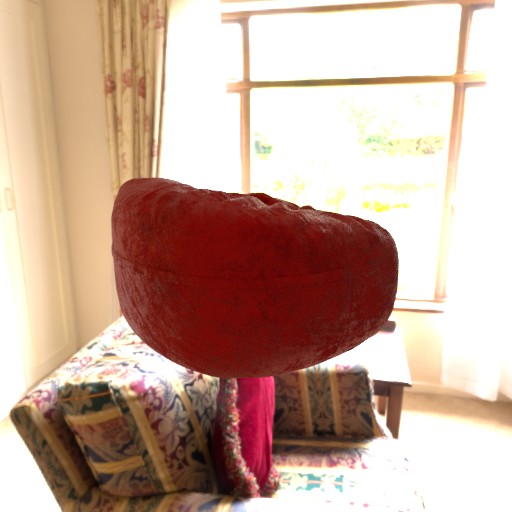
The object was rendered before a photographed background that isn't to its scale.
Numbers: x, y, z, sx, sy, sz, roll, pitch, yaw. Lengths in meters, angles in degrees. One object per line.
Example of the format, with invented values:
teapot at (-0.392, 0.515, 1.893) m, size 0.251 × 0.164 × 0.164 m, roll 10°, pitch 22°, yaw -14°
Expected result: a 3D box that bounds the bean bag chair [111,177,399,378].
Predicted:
bean bag chair at (0.000, 0.000, 2.480) m, size 1.524 × 0.878 × 1.524 m, roll -7°, pitch 15°, yaw -27°
